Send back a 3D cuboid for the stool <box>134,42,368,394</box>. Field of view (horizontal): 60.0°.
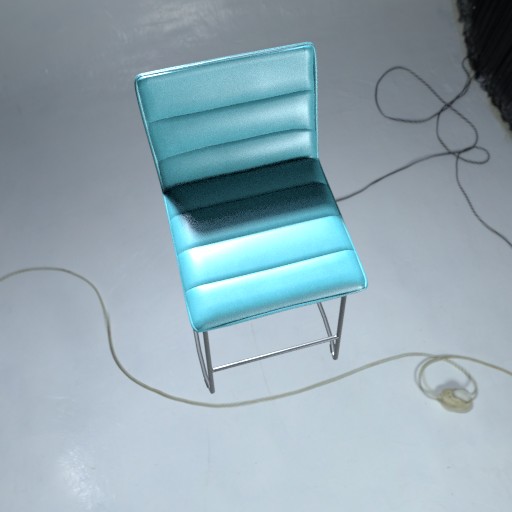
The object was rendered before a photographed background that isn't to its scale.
[{"bbox_3d":[0.000,0.000,1.229,0.489,0.936,0.524,-14,66,-6],"label":"stool"}]
